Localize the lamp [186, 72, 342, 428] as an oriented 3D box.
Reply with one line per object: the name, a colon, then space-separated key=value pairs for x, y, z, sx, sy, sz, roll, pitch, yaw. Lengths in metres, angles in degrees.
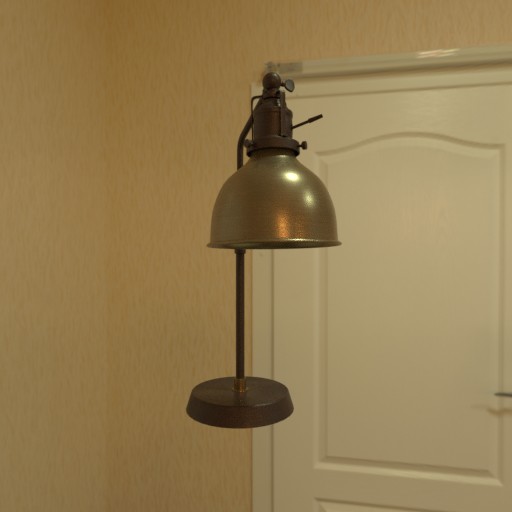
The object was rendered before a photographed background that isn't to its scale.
lamp: x=0.000 y=0.000 z=0.620 sx=0.175 sy=0.469 sz=0.298 roll=0 pitch=1 yaw=-18
